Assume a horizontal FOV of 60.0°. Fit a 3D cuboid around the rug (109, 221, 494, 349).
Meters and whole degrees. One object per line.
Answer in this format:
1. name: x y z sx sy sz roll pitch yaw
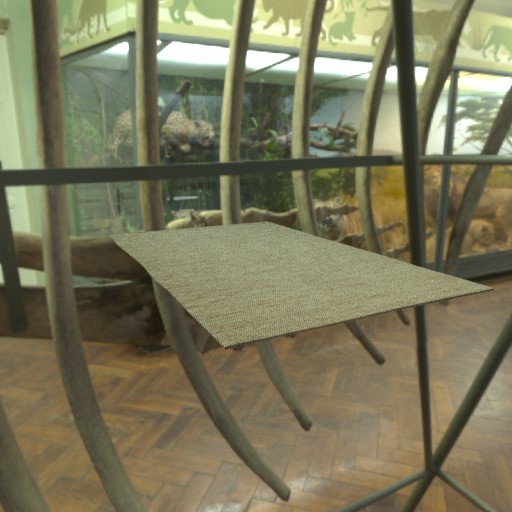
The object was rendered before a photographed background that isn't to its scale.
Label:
1. rug: 0.000 0.000 3.009 1.533 0.011 2.439 -7 15 -27
